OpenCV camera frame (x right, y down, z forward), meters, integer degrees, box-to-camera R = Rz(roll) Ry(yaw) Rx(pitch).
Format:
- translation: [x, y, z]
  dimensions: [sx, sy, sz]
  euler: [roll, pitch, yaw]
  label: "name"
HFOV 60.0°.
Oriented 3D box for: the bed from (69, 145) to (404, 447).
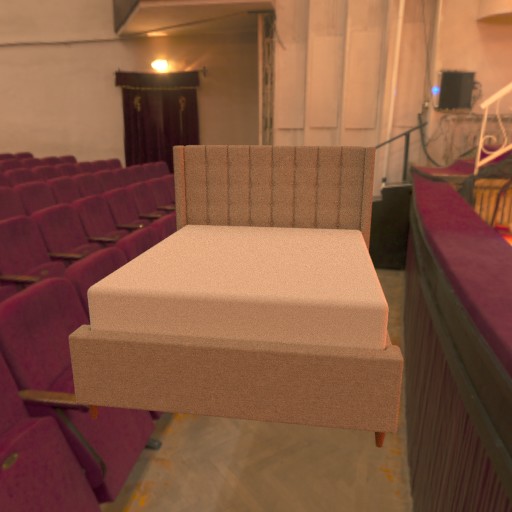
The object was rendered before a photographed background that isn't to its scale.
- translation: [0.000, 0.000, 3.701]
  dimensions: [2.045, 1.743, 2.370]
  euler: [2, 15, 8]
  label: "bed"
